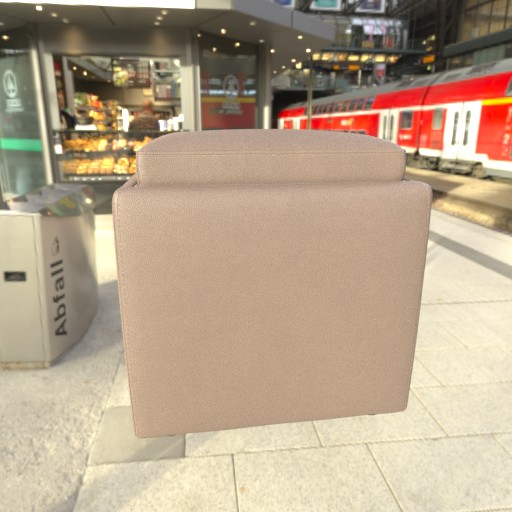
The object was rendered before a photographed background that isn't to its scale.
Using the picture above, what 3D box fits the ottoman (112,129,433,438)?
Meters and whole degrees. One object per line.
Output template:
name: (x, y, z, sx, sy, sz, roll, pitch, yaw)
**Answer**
ottoman: (0.000, 0.000, 0.835, 0.450, 0.460, 0.451, -3, 16, -9)
